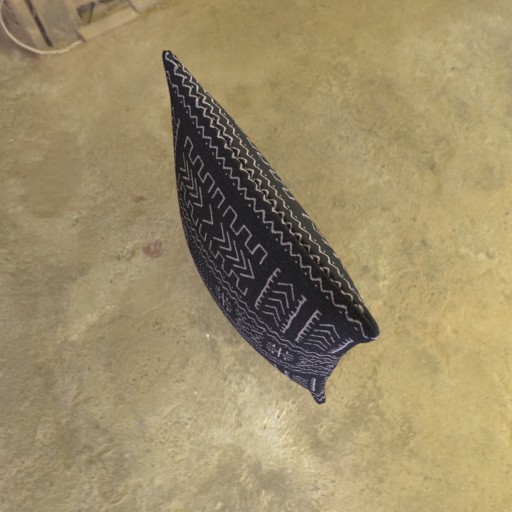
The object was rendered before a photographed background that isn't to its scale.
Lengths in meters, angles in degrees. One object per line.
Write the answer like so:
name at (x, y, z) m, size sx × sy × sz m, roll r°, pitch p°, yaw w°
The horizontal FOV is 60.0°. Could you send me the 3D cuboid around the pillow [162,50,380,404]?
pillow at (0.000, 0.000, 0.665) m, size 0.164 × 0.430 × 0.438 m, roll -29°, pitch 68°, yaw -13°
